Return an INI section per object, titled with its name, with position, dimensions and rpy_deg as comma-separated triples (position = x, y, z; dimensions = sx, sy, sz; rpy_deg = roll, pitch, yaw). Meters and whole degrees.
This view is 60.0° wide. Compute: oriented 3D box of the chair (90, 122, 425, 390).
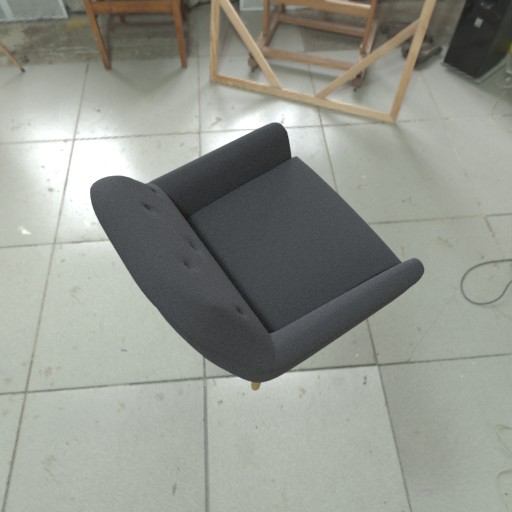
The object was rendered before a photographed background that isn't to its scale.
[chair]
position = 0.000, 0.000, 1.458
dimensions = 0.779, 0.800, 0.770
rpy_deg = -30, 63, -17
